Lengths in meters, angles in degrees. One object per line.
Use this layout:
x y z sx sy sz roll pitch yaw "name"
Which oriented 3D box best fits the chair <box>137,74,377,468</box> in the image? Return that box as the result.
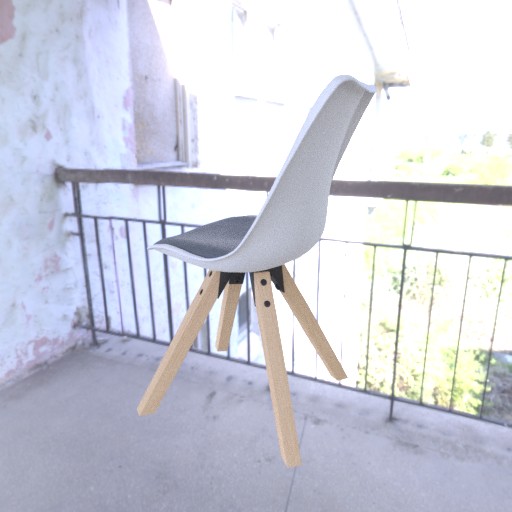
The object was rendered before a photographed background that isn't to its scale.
0.000 0.000 1.175 0.550 0.850 0.485 8 17 25 "chair"
